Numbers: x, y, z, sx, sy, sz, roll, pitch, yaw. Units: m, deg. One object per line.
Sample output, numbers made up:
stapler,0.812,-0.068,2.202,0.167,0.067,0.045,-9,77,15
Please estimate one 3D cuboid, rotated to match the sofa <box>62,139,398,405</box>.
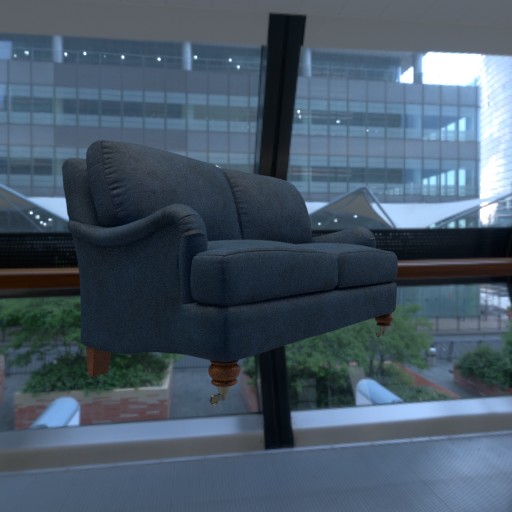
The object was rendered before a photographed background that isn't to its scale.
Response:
sofa,0.000,0.000,2.550,1.084,1.101,1.853,0,0,36
